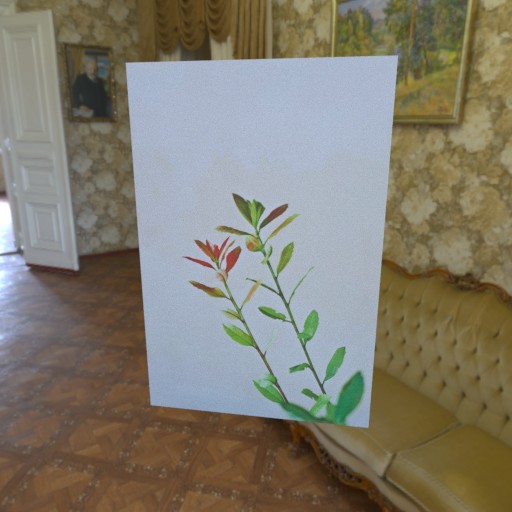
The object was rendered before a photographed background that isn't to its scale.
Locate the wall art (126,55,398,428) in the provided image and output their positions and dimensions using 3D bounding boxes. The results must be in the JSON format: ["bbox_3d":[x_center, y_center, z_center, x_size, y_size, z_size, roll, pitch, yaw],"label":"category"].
[{"bbox_3d":[0.000,0.000,1.400,0.764,1.143,0.038,3,16,9],"label":"wall art"}]
